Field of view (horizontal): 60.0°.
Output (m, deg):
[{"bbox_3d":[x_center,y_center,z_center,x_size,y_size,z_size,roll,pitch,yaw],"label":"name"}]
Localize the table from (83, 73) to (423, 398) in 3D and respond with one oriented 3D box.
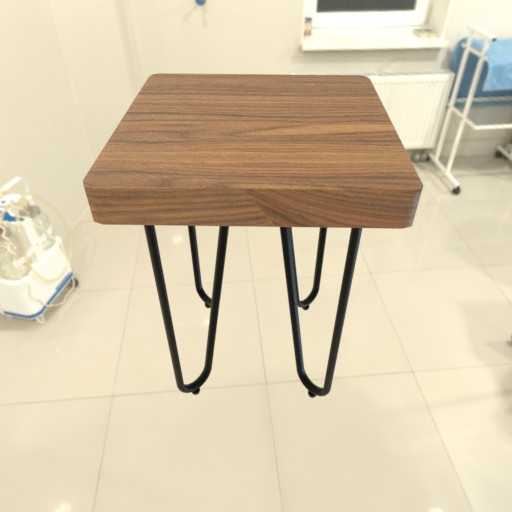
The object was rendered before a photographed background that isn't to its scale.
[{"bbox_3d":[0.000,0.000,0.996,0.480,0.641,0.479,1,40,1],"label":"table"}]
